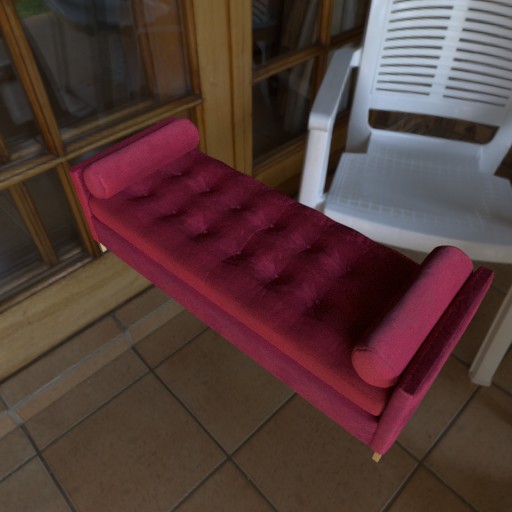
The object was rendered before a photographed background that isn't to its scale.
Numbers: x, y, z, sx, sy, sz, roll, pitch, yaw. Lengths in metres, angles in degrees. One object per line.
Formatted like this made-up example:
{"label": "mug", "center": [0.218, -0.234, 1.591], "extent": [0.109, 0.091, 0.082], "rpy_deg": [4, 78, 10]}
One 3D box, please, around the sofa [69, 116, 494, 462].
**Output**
{"label": "sofa", "center": [0.000, 0.000, 2.390], "extent": [2.102, 0.705, 0.796], "rpy_deg": [32, 54, 27]}
